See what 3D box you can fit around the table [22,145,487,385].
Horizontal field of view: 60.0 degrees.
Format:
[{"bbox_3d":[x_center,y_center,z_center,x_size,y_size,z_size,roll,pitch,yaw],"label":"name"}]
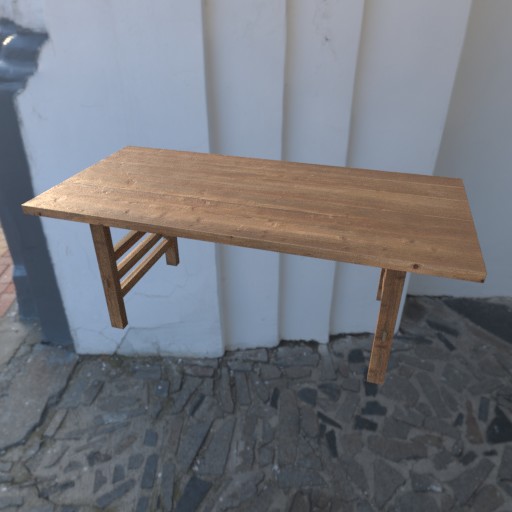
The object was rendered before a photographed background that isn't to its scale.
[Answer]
[{"bbox_3d":[0.000,0.000,2.408,2.003,0.760,0.952,9,32,14],"label":"table"}]
